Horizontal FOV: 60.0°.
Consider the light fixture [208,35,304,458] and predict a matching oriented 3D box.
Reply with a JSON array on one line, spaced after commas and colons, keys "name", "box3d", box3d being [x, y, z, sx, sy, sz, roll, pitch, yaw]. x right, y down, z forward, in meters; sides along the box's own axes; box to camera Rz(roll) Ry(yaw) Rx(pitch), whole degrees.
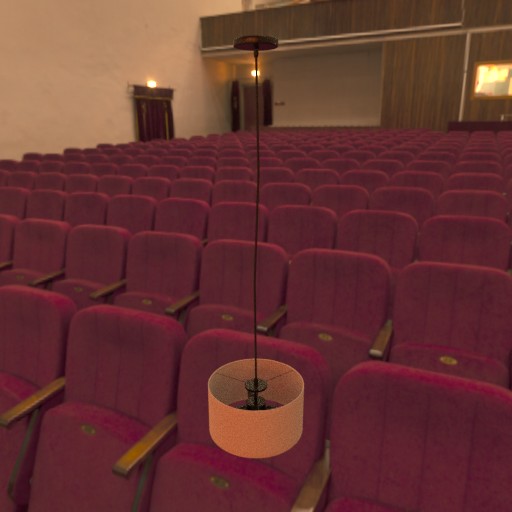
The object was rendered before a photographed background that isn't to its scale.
[{"name": "light fixture", "box3d": [0.000, 0.000, 1.703, 0.399, 1.516, 0.399, 0, 16, 0]}]
